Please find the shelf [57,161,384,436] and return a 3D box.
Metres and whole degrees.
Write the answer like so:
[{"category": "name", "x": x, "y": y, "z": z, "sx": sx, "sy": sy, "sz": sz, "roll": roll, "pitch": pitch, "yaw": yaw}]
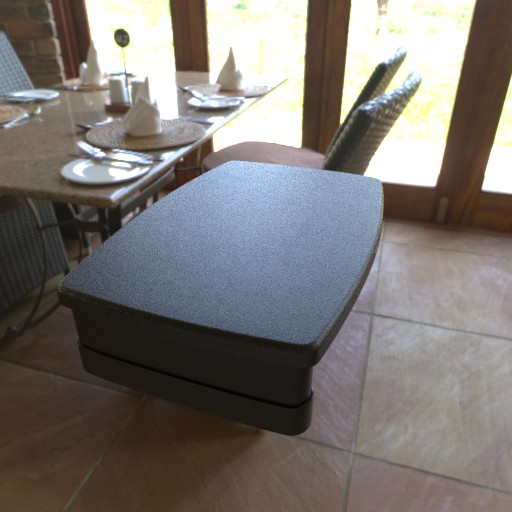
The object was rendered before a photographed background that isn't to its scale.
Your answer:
[{"category": "shelf", "x": 0.000, "y": 0.000, "z": 0.540, "sx": 0.280, "sy": 0.100, "sz": 0.410, "roll": 11, "pitch": 31, "yaw": 18}]
